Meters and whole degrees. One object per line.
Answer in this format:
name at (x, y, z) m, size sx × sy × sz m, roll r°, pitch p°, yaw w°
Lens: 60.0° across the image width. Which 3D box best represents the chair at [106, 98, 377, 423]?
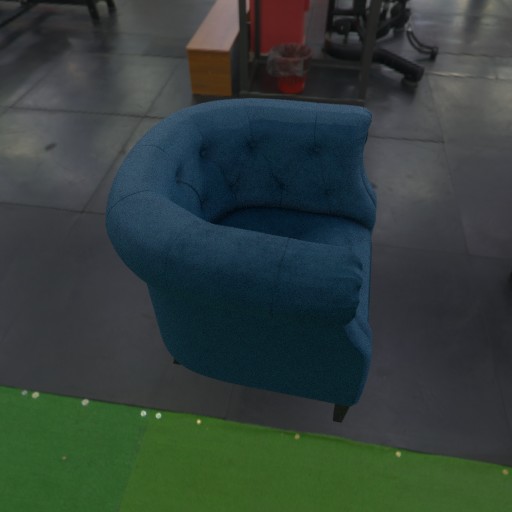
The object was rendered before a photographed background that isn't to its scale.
chair at (0.000, 0.000, 1.586) m, size 0.851 × 0.826 × 0.904 m, roll 9°, pitch 47°, yaw 8°
